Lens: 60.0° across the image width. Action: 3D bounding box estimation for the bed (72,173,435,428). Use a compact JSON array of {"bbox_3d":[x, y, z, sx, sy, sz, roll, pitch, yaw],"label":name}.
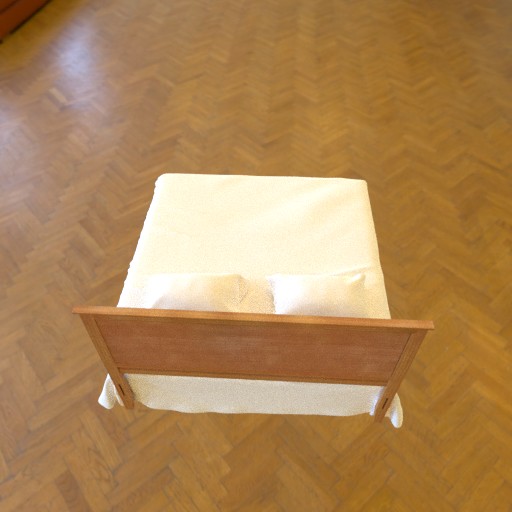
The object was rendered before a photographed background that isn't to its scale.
[{"bbox_3d":[0.000,0.000,3.629,2.317,1.270,2.215,2,47,2],"label":"bed"}]
